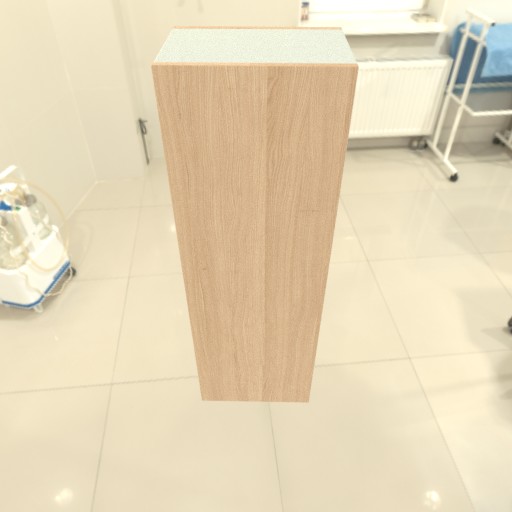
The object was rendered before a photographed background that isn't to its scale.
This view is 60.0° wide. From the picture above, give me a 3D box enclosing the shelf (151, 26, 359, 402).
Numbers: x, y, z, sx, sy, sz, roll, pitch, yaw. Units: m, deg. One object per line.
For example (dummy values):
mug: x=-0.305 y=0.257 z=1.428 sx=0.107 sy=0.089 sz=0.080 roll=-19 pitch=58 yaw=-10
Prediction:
shelf: x=0.000 y=0.000 z=0.982 sx=0.290 sy=0.882 sz=0.197 roll=1 pitch=42 yaw=1
